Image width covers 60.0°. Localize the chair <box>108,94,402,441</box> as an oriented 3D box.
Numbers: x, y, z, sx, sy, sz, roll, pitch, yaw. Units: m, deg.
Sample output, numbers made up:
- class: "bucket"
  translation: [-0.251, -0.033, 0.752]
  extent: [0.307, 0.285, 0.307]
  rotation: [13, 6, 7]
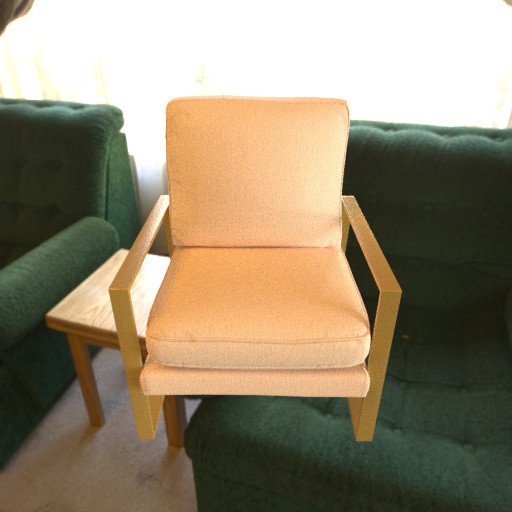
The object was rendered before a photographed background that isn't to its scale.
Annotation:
- class: "chair"
  translation: [0.000, 0.000, 1.506]
  extent: [0.758, 0.956, 0.813]
  rotation: [0, 31, 1]
